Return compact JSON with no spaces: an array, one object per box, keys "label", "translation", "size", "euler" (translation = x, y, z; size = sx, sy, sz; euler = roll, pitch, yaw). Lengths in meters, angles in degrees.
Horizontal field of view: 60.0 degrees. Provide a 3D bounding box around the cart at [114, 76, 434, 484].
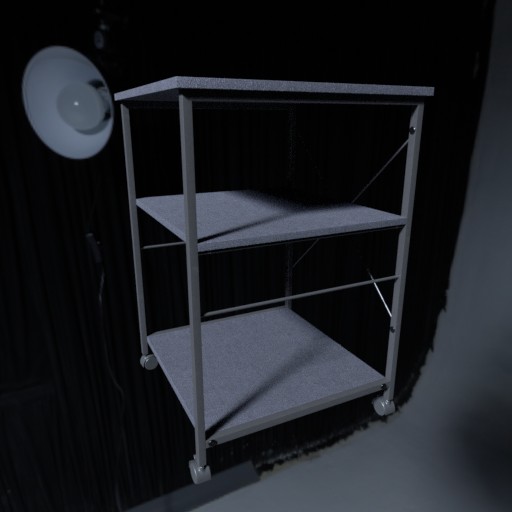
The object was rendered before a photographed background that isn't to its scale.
[{"label":"cart","translation":[0.000,0.000,1.090],"size":[0.520,0.762,0.521],"euler":[-8,19,-25]}]
